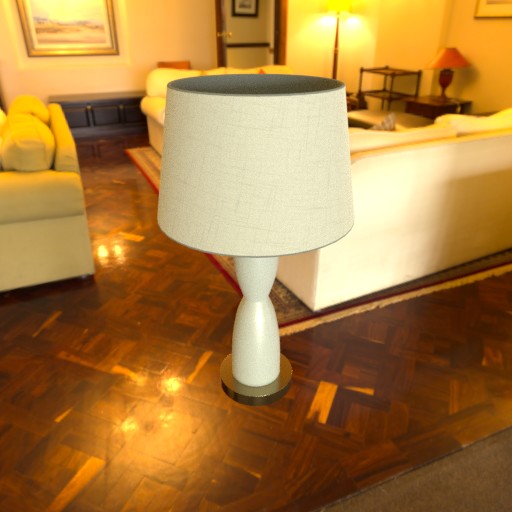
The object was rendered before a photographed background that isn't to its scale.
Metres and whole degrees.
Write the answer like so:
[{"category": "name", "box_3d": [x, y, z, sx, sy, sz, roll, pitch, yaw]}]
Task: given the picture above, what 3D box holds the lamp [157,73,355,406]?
[{"category": "lamp", "box_3d": [0.000, 0.000, 0.743, 0.309, 0.545, 0.309, 0, 28, 0]}]
